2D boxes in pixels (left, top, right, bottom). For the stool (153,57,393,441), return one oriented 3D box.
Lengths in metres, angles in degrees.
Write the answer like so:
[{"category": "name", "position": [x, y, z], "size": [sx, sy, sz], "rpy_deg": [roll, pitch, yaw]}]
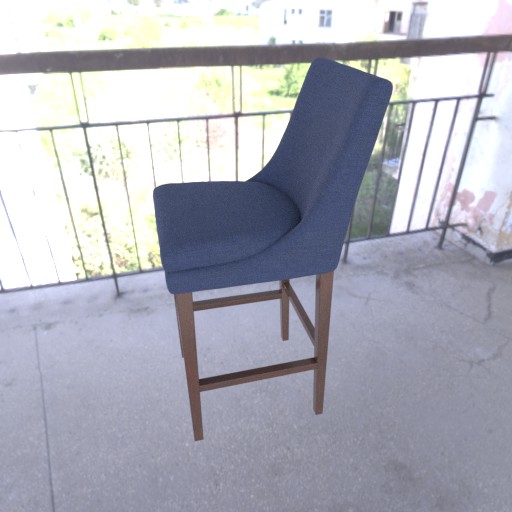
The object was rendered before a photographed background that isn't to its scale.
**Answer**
[{"category": "stool", "position": [0.000, 0.000, 1.377], "size": [0.577, 1.078, 0.470], "rpy_deg": [-7, 32, -12]}]
